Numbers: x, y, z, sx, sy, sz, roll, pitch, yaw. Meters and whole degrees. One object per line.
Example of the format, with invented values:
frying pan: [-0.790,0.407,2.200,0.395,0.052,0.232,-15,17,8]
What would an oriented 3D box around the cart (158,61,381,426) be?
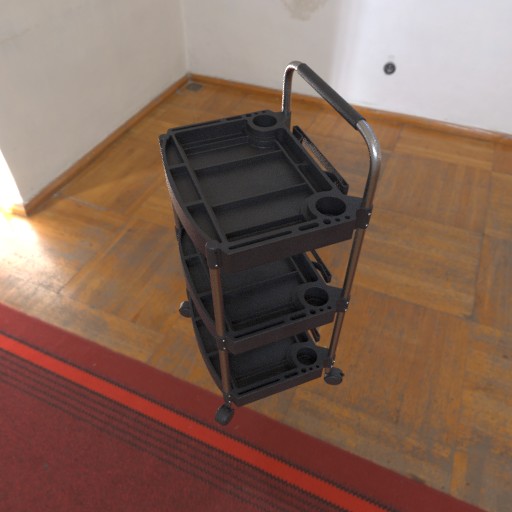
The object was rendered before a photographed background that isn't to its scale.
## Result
cart: [0.000,0.000,1.453,0.518,1.075,0.584,-16,49,-14]
